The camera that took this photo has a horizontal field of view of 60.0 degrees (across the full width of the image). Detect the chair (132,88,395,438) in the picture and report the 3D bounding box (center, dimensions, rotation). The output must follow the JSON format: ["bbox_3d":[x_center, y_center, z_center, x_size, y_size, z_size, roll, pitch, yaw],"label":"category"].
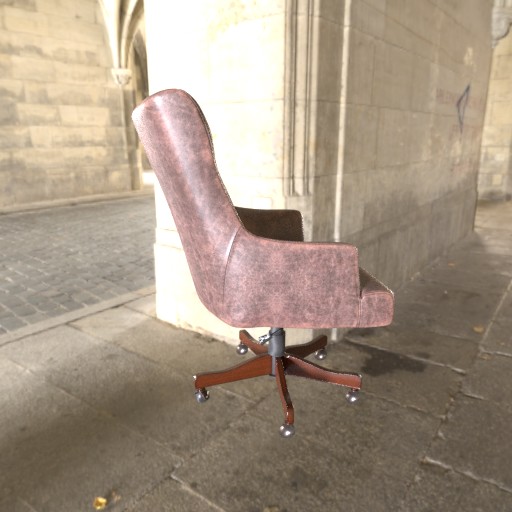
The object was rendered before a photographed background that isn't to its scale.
[{"bbox_3d":[0.000,0.000,1.538,0.762,1.035,0.641,-2,15,-9],"label":"chair"}]
